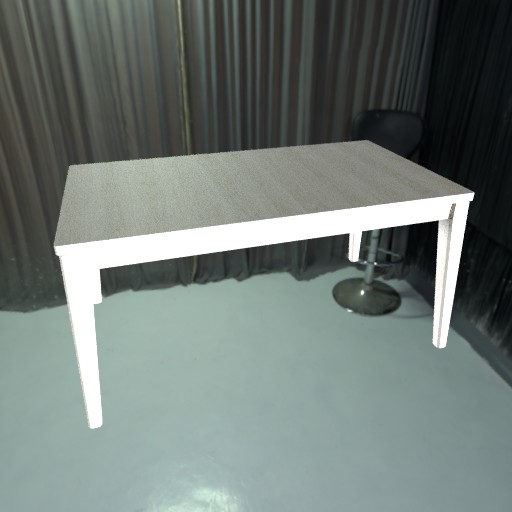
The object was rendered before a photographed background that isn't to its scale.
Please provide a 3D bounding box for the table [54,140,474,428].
[{"bbox_3d":[0.000,0.000,2.072,1.600,0.760,0.900,-9,30,-15],"label":"table"}]
